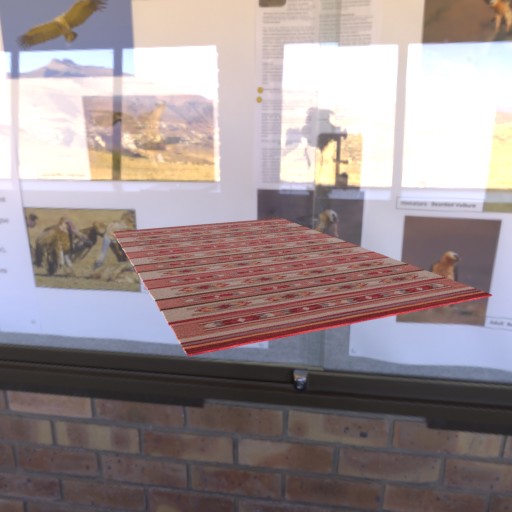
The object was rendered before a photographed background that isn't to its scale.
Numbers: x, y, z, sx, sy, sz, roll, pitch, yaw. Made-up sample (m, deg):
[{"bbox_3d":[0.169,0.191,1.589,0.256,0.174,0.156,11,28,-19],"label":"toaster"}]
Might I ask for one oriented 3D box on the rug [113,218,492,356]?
[{"bbox_3d":[0.000,0.000,2.294,1.223,0.008,1.817,-7,17,-23],"label":"rug"}]
